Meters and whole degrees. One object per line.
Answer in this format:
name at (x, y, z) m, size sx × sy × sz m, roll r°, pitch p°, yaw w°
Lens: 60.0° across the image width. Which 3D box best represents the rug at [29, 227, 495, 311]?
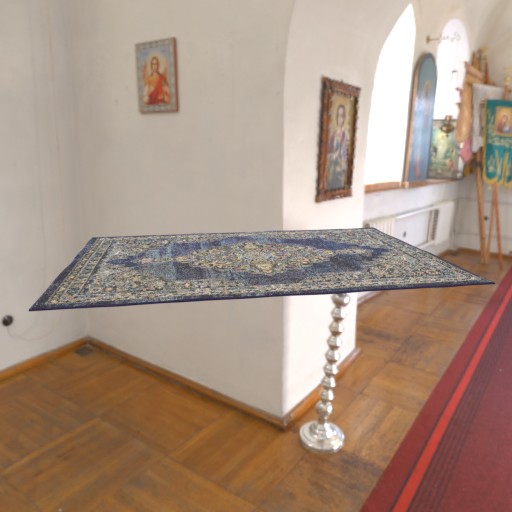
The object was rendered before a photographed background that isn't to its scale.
rug at (0.000, 0.000, 2.217) m, size 1.781 × 0.012 × 1.184 m, roll -2°, pitch 15°, yaw -9°
